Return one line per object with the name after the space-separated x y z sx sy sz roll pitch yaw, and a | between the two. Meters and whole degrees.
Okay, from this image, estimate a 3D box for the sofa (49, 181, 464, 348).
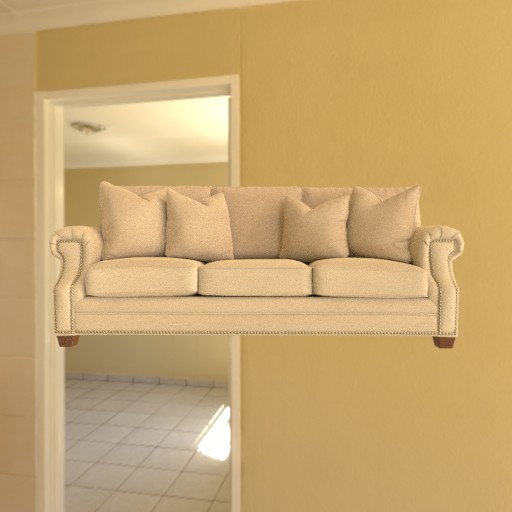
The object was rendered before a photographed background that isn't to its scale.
0.000 0.000 2.803 2.312 0.975 0.965 0 0 1 | sofa
